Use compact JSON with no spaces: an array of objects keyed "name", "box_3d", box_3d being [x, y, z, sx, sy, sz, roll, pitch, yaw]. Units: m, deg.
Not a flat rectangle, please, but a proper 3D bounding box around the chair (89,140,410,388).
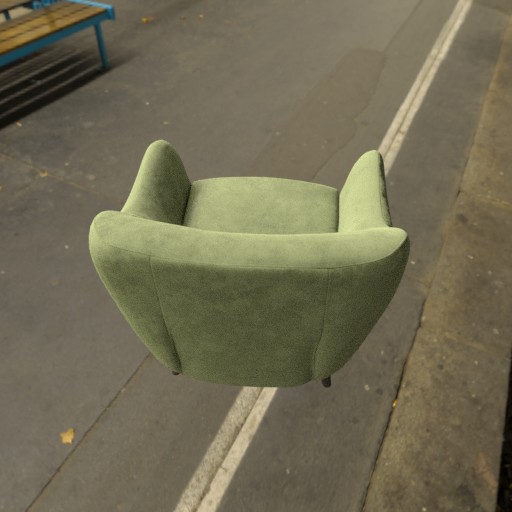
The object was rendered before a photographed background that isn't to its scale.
[{"name":"chair","box_3d":[0.000,0.000,1.481,0.840,0.804,0.819,4,46,4]}]
